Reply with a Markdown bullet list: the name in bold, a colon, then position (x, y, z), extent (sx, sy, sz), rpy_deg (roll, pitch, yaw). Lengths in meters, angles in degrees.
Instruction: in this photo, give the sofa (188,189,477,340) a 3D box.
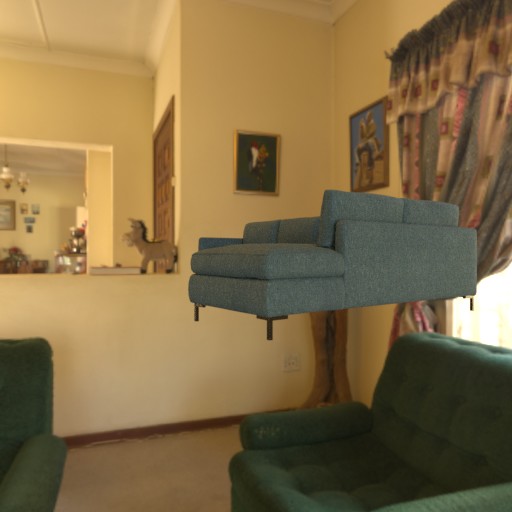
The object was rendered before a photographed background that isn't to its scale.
- **sofa**: position (0.000, 0.000, 3.891), extent (2.007, 0.815, 2.949), rpy_deg (0, 0, -36)
